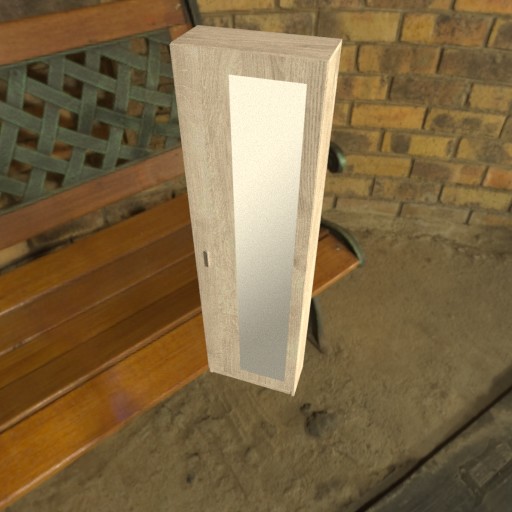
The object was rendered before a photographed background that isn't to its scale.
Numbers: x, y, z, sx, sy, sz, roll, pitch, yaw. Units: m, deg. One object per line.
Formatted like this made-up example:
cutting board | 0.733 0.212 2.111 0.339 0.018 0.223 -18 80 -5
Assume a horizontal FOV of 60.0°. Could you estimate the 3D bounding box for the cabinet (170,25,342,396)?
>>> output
cabinet | 0.000 0.000 1.979 0.500 1.790 0.230 12 43 14
